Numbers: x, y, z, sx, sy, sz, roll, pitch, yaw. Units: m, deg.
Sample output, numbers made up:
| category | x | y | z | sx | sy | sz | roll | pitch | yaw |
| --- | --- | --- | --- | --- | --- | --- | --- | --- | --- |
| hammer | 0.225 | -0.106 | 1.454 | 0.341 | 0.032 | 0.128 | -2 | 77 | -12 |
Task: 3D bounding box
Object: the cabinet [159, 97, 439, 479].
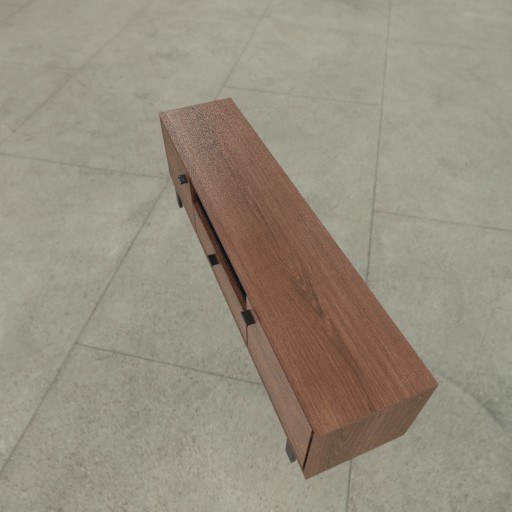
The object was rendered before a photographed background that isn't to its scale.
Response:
| category | x | y | z | sx | sy | sz | roll | pitch | yaw |
| --- | --- | --- | --- | --- | --- | --- | --- | --- | --- |
| cabinet | 0.000 | 0.000 | 1.847 | 0.400 | 0.500 | 1.650 | -17 | 51 | -15 |
